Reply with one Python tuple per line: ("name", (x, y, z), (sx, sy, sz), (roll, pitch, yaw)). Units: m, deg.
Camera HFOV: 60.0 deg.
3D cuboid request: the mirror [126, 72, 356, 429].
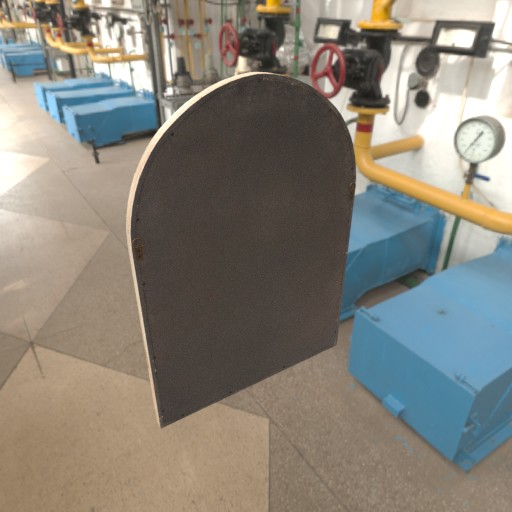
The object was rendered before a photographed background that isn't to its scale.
("mirror", (0.000, 0.000, 1.195), (0.660, 0.920, 0.032), (-18, 34, -28))
